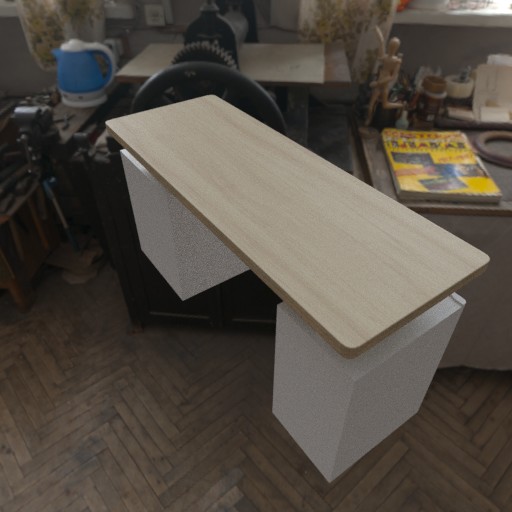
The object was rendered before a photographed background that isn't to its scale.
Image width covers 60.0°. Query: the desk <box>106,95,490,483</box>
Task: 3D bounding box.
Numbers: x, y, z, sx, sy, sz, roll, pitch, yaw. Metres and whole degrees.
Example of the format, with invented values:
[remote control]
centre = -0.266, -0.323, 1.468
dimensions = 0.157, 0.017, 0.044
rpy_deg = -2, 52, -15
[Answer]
[desk]
centre = 0.000, 0.000, 1.813
dimensions = 0.550, 0.755, 1.500
rpy_deg = -25, 46, -26
